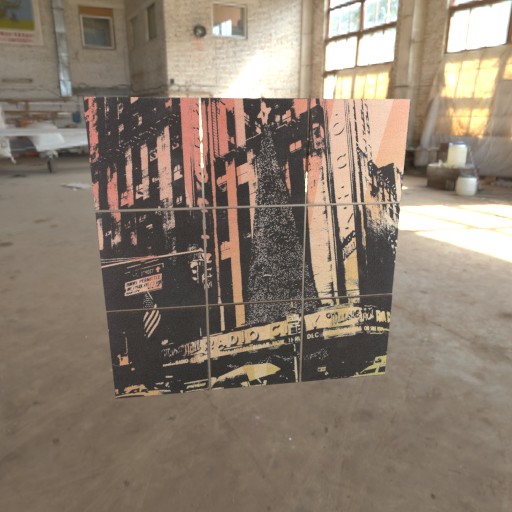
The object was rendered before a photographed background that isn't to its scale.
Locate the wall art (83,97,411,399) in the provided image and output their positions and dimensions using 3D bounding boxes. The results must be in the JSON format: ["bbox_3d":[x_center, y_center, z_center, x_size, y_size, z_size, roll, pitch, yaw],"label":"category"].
[{"bbox_3d":[0.000,0.000,1.810,1.216,1.216,0.013,-3,17,-8],"label":"wall art"}]
